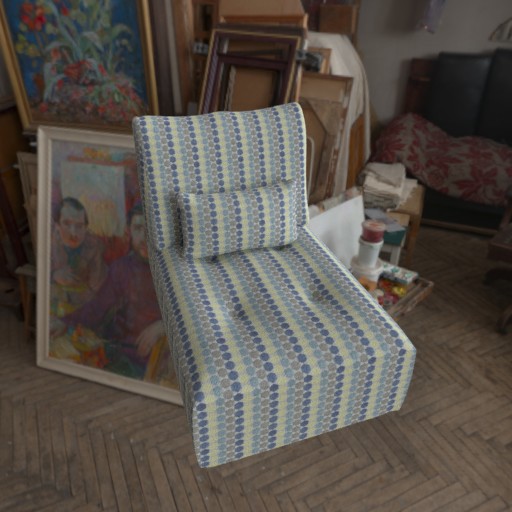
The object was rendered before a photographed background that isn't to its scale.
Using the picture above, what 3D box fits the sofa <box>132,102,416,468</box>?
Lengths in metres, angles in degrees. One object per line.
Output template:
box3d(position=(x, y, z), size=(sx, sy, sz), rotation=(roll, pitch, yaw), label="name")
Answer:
box3d(position=(0.000, 0.000, 1.583), size=(0.700, 0.820, 1.000), rotation=(-10, 34, -16), label="sofa")
